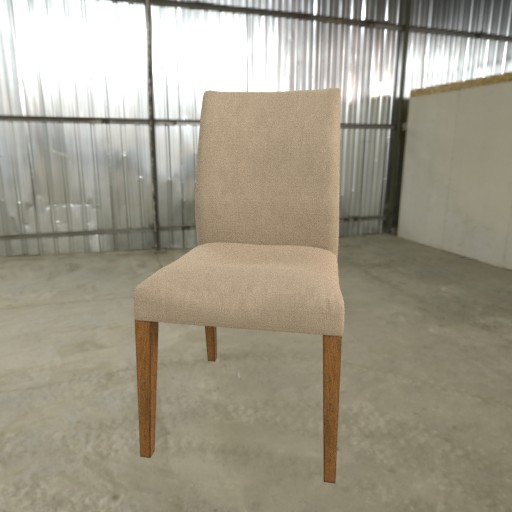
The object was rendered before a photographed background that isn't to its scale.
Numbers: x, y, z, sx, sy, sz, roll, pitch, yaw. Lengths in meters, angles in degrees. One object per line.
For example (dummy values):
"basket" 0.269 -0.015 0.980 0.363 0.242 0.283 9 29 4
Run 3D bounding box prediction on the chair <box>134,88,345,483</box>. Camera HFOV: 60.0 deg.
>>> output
"chair" 0.000 0.000 1.255 0.496 0.940 0.585 3 15 10
